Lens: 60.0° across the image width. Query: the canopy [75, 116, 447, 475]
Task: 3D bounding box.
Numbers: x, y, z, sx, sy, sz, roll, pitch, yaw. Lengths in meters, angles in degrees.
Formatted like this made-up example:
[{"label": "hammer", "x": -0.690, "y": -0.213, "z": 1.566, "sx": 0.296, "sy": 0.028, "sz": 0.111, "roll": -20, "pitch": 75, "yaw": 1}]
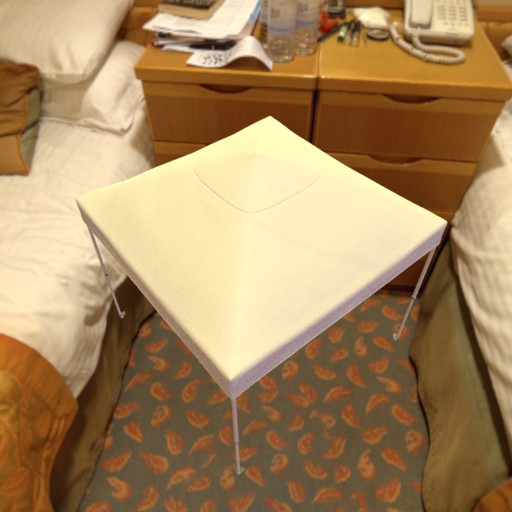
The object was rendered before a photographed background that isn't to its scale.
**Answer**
[{"label": "canopy", "x": 0.000, "y": 0.000, "z": 5.507, "sx": 2.996, "sy": 2.997, "sz": 2.998, "roll": -31, "pitch": 53, "yaw": -26}]
